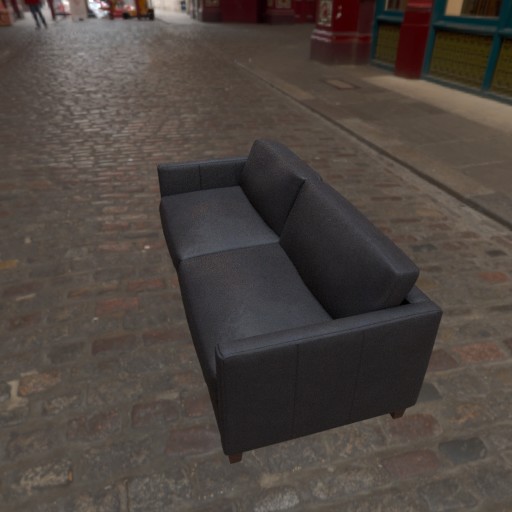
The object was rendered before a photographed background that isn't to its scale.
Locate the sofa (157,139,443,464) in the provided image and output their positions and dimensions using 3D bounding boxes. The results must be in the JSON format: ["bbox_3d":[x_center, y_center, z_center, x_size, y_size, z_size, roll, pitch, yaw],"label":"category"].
[{"bbox_3d":[0.000,0.000,2.499,0.933,0.863,1.971,-9,33,-14],"label":"sofa"}]
